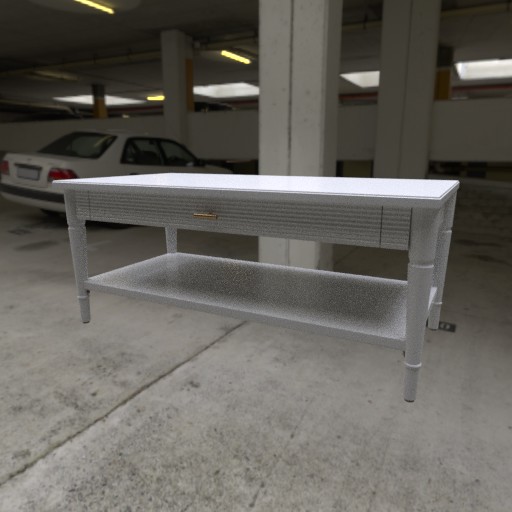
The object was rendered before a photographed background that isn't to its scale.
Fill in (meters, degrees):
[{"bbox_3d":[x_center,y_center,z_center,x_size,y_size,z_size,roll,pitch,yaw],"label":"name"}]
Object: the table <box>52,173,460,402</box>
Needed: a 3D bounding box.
[{"bbox_3d":[0.000,0.000,1.360,1.067,0.457,0.559,7,15,27],"label":"table"}]
